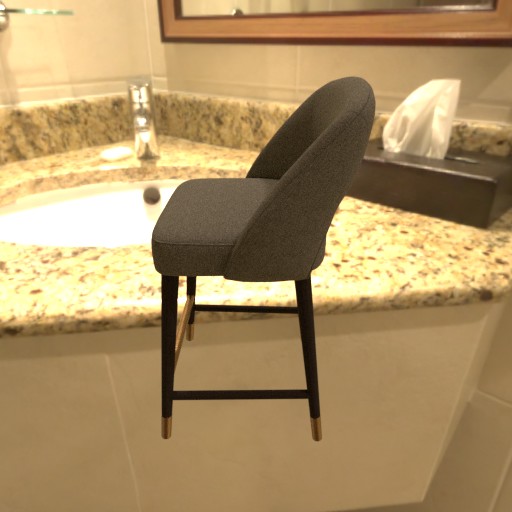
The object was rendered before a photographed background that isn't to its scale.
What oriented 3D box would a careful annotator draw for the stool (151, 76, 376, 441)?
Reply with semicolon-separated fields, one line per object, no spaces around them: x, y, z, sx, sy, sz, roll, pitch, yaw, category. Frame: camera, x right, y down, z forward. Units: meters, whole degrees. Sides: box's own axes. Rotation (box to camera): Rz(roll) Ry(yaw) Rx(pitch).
0.000;0.000;1.234;0.524;0.925;0.536;0;27;1;stool
